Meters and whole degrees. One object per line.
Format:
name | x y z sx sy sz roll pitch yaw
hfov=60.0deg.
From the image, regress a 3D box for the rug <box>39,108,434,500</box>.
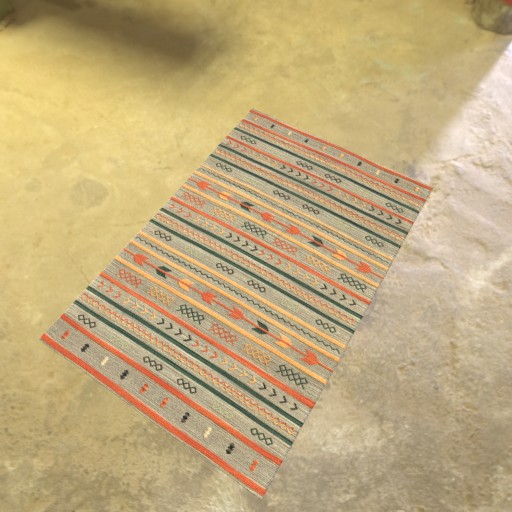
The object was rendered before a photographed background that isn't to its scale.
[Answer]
rug | 0.000 0.000 2.272 1.220 0.017 1.835 28 63 16
